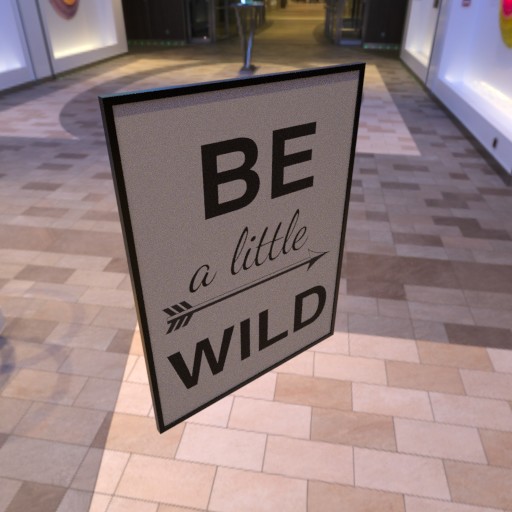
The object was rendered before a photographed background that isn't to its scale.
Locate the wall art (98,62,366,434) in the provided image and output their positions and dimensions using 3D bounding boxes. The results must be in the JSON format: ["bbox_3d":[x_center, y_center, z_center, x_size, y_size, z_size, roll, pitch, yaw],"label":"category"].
[{"bbox_3d":[0.000,0.000,0.765,0.442,0.582,0.013,-22,37,-31],"label":"wall art"}]
